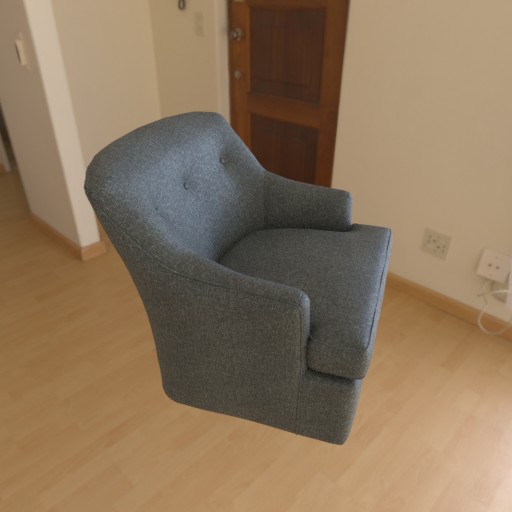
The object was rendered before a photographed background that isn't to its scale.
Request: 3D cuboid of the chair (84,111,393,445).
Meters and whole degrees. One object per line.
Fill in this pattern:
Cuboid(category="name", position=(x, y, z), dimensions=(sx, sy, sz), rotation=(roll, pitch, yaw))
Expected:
Cuboid(category="chair", position=(0.000, 0.000, 1.611), dimensions=(0.923, 0.856, 0.864), rotation=(10, 32, 17))
